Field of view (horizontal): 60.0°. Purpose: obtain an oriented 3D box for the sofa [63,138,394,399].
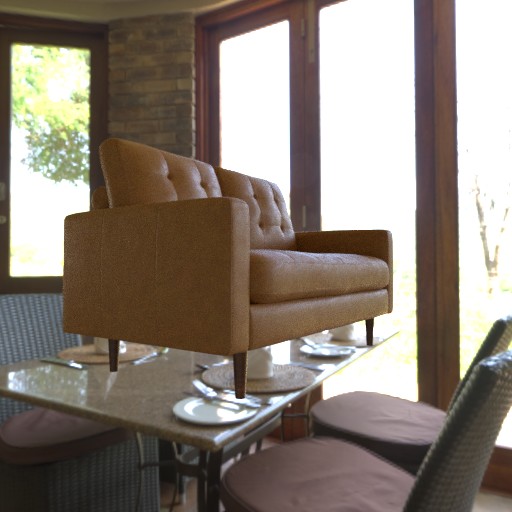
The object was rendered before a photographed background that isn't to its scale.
[{"bbox_3d":[0.000,0.000,2.000,0.868,0.898,1.430,-1,-2,35],"label":"sofa"}]
